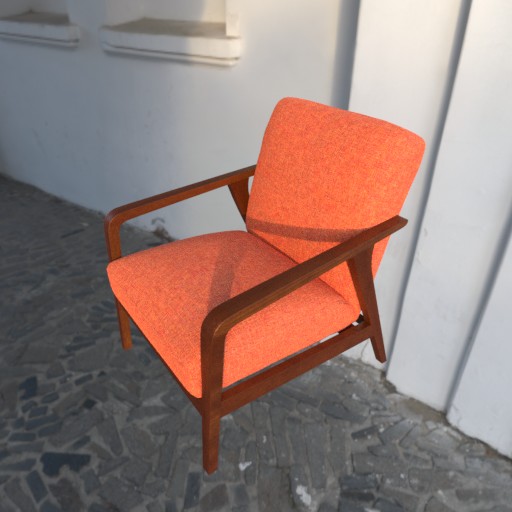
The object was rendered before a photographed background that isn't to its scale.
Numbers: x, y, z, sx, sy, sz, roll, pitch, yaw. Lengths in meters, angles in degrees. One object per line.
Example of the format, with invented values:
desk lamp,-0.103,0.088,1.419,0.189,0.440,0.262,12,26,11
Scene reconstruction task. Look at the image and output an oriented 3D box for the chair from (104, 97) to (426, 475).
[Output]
chair,0.000,0.000,1.510,0.860,0.890,0.719,-21,37,-30
